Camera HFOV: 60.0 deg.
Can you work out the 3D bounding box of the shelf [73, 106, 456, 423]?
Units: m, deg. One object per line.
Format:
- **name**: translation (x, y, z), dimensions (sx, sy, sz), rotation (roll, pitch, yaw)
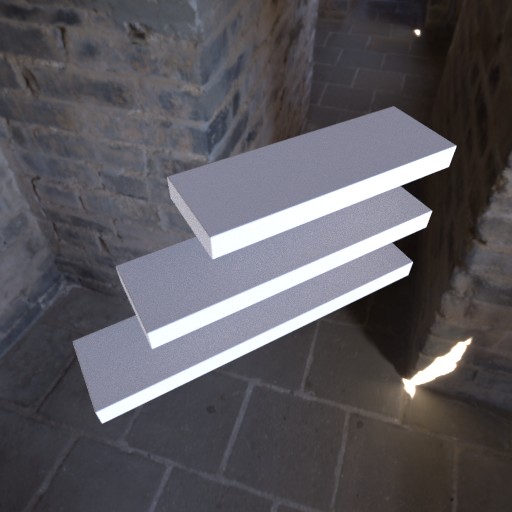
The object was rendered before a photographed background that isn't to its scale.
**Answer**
- **shelf**: translation (0.000, 0.000, 0.707), dimensions (0.610, 0.293, 0.140), rotation (-22, 50, -20)
